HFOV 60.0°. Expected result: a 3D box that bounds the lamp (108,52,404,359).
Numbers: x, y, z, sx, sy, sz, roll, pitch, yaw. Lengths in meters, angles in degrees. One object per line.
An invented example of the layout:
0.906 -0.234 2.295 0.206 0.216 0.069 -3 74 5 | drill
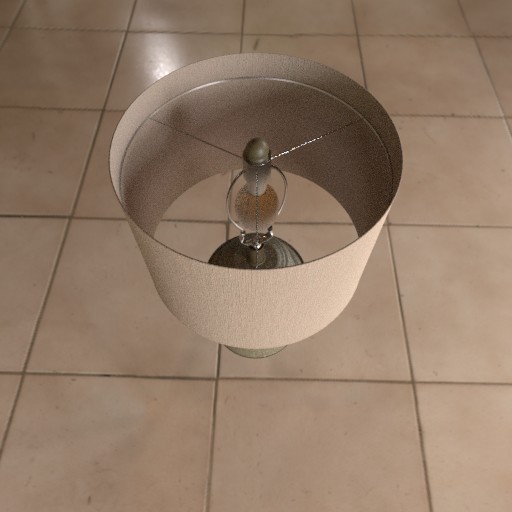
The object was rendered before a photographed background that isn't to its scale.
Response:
0.000 0.000 0.690 0.318 0.486 0.318 0 59 0 | lamp
